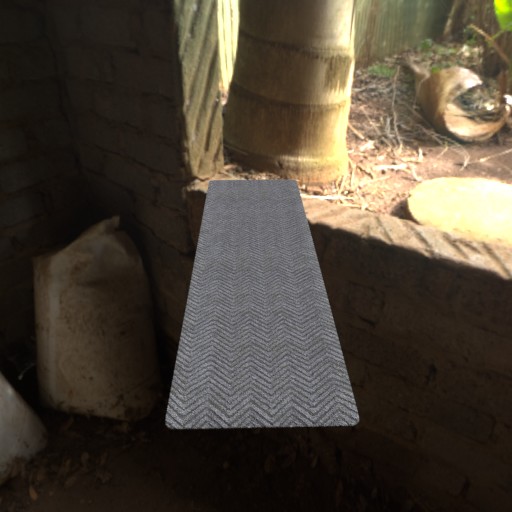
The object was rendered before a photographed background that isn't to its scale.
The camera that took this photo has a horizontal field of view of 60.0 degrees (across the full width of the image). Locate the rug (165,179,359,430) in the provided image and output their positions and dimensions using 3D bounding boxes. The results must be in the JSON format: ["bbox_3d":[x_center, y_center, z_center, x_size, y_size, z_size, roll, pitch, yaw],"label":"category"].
[{"bbox_3d":[0.000,0.000,2.513,0.686,0.008,2.286,-1,31,-1],"label":"rug"}]
